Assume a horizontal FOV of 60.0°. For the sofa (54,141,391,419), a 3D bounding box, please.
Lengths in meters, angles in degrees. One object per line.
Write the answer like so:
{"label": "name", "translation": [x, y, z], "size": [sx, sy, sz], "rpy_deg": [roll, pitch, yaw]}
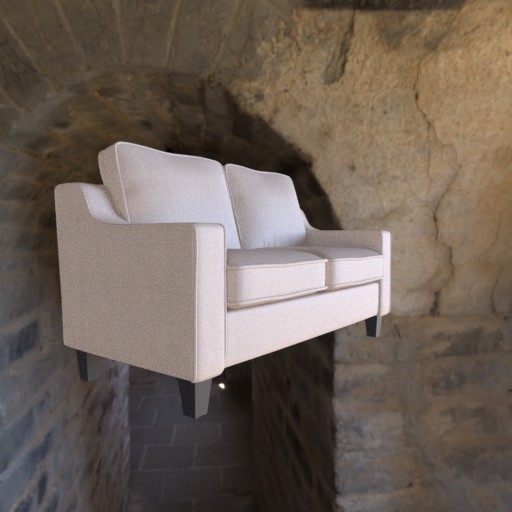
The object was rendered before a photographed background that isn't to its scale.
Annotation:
{"label": "sofa", "translation": [0.000, 0.000, 3.520], "size": [1.351, 1.562, 2.587], "rpy_deg": [2, 3, 37]}
